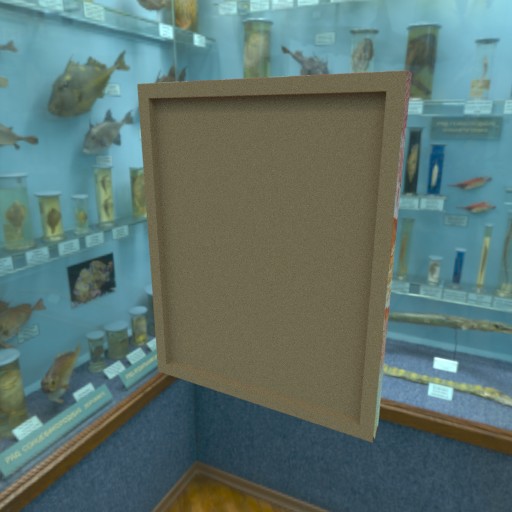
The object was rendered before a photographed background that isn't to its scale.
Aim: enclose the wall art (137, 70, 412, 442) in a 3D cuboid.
[{"bbox_3d":[0.000,0.000,0.682,0.406,0.508,0.028,9,19,27],"label":"wall art"}]
